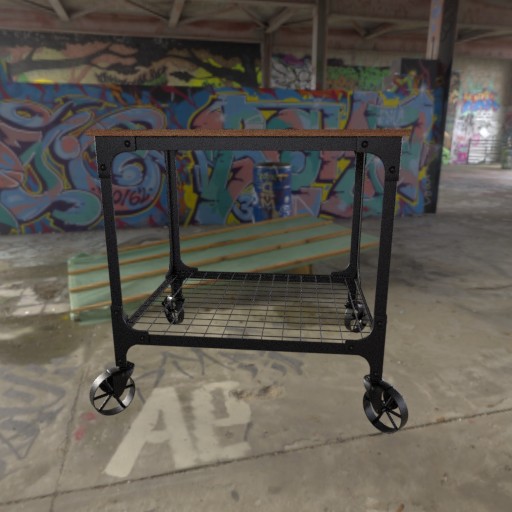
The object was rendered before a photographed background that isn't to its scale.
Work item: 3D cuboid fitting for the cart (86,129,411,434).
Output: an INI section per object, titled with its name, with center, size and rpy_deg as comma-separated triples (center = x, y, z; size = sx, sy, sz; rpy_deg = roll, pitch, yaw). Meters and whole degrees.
[cart]
center = 0.000, 0.000, 1.105
size = 0.666, 0.603, 0.558
rpy_deg = 2, 16, 6
